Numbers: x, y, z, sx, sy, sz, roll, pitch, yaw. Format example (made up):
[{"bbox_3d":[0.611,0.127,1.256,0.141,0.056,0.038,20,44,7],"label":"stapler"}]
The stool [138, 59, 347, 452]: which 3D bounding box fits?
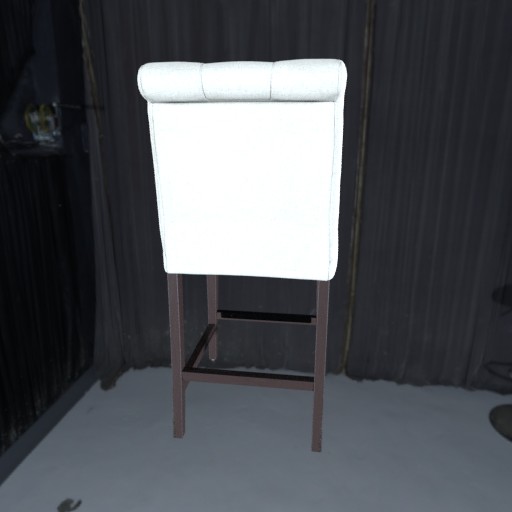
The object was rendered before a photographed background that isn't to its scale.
[{"bbox_3d":[0.000,0.000,1.357,0.493,1.040,0.601,2,16,8],"label":"stool"}]
